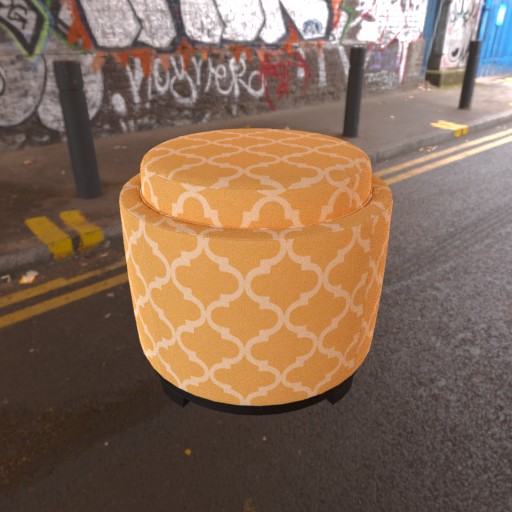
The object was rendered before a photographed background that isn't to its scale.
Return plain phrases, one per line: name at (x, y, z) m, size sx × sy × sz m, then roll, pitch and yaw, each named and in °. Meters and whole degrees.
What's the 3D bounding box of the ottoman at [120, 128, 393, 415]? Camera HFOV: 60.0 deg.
ottoman at (0.000, 0.000, 0.858) m, size 0.480 × 0.429 × 0.480 m, roll 0°, pitch 27°, yaw 0°
